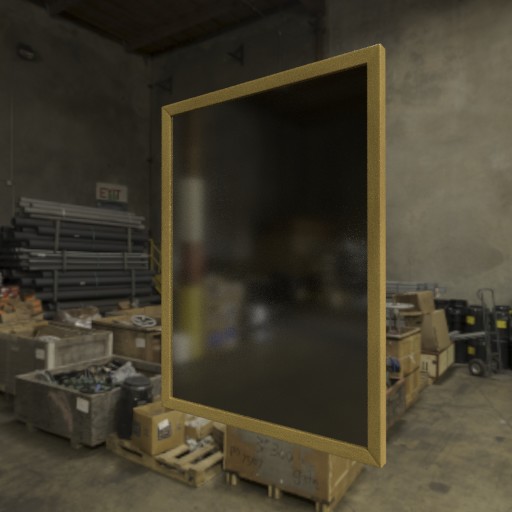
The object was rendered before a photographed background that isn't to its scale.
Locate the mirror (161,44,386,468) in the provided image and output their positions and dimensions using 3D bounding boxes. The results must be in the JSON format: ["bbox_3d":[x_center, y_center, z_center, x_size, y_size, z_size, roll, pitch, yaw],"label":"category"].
[{"bbox_3d":[0.000,0.000,1.298,0.762,1.016,0.040,0,0,36],"label":"mirror"}]
